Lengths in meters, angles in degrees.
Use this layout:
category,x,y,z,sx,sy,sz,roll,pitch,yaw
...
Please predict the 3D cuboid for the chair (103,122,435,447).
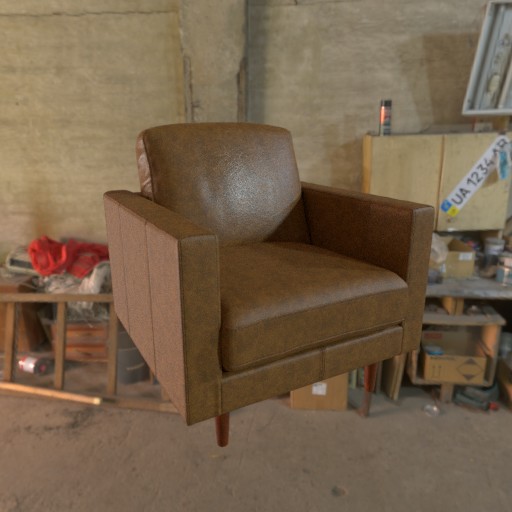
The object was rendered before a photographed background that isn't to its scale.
category,x,y,z,sx,sy,sz,roll,pitch,yaw
chair,0.000,0.000,1.645,0.890,0.956,0.909,-9,19,-28
